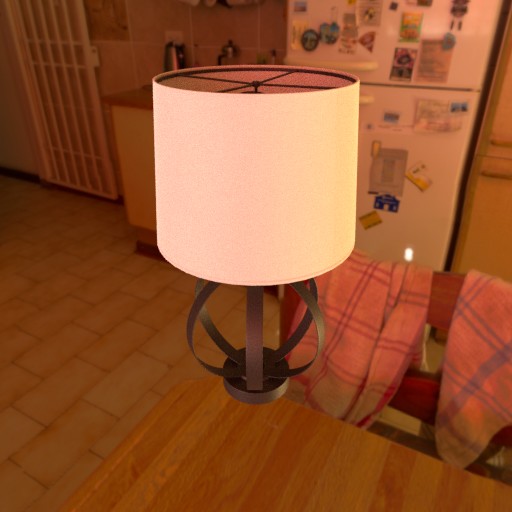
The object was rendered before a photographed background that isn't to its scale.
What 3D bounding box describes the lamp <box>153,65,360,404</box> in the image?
[{"bbox_3d":[0.000,0.000,0.675,0.286,0.510,0.286,0,29,0],"label":"lamp"}]
